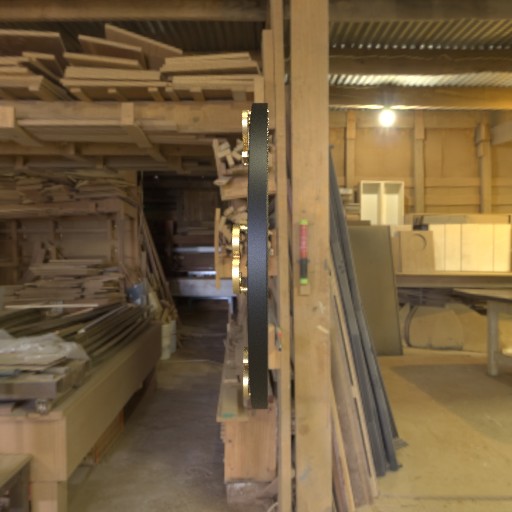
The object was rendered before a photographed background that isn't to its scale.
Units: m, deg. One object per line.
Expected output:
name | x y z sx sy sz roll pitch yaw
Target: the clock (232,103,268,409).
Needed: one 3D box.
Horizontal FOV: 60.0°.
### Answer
clock | 0.000 0.000 0.695 0.038 0.454 0.454 0 1 2
